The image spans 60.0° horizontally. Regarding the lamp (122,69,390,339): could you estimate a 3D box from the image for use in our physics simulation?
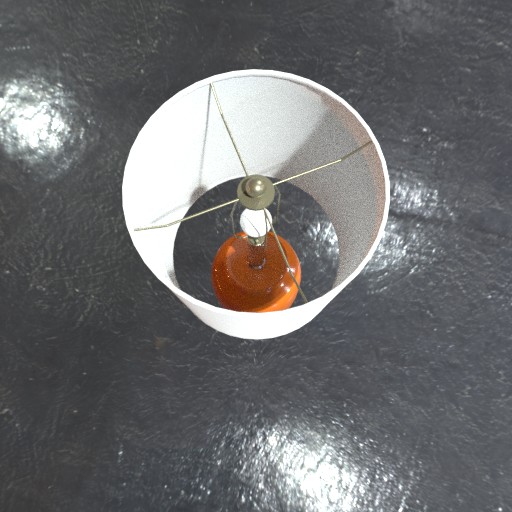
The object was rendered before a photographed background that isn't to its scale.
[{"bbox_3d":[0.000,0.000,1.112,0.418,0.871,0.418,16,76,4],"label":"lamp"}]
